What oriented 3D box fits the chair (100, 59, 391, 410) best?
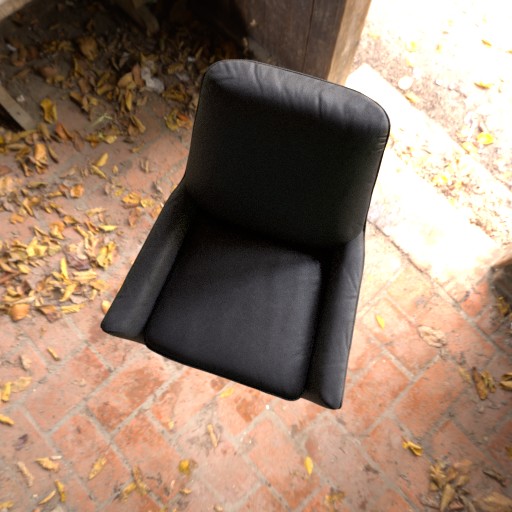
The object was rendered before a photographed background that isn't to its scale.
[{"bbox_3d":[0.000,0.000,1.484,0.787,0.888,0.822,18,77,4],"label":"chair"}]
